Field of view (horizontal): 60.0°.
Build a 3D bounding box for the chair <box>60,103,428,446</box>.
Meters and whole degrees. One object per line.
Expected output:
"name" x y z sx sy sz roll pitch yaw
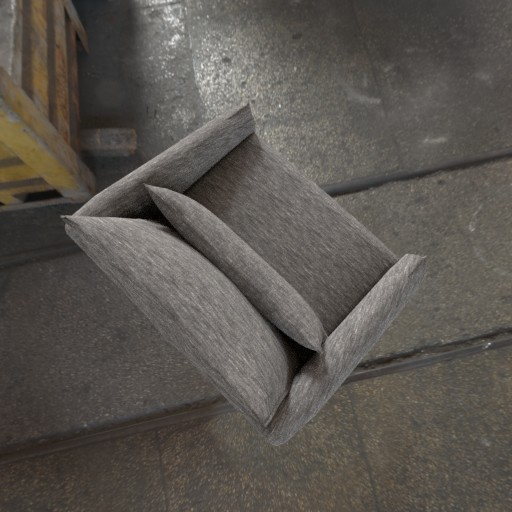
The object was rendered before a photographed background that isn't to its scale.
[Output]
"chair" 0.000 0.000 1.592 1.004 0.842 0.805 43 79 10
